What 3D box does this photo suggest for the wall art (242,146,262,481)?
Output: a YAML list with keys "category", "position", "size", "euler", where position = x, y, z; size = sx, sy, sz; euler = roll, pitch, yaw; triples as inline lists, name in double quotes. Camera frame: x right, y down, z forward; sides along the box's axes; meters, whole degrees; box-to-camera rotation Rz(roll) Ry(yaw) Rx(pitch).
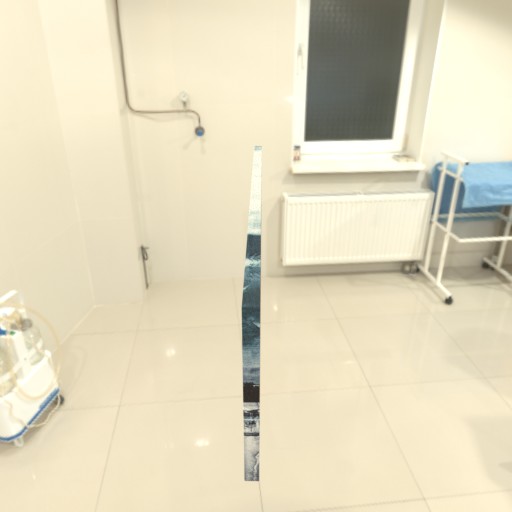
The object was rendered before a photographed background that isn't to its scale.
- category: "wall art"
  position: [0.000, 0.000, 1.676]
  size: [0.037, 0.509, 1.524]
  euler: [0, 26, 1]
